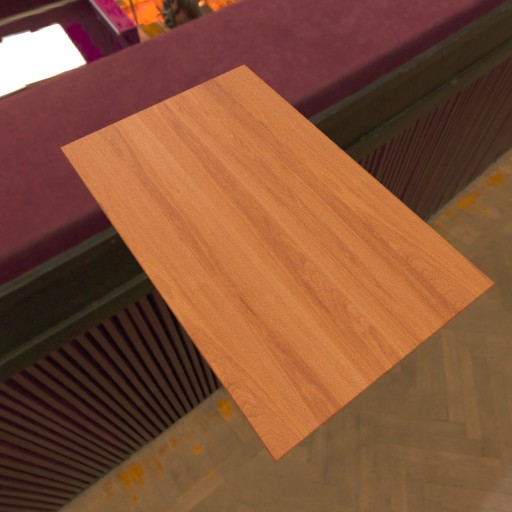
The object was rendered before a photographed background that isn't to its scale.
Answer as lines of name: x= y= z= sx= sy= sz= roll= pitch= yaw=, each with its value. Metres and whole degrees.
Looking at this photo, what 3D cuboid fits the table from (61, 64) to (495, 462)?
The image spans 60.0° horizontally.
table: x=0.000 y=0.000 z=1.466 sx=0.700 sy=0.510 sz=1.100 roll=-32 pitch=64 yaw=-18
